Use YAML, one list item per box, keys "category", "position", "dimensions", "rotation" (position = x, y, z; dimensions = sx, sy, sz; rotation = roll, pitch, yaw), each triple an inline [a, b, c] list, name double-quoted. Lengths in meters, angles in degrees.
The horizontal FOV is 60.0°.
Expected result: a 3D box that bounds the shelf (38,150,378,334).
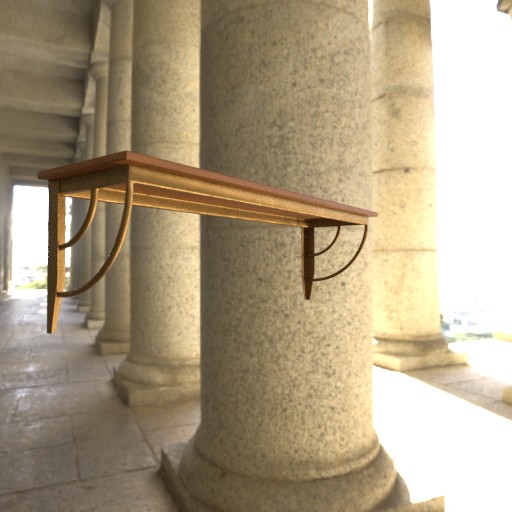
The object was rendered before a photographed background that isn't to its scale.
- category: "shelf"
  position: [0.000, 0.000, 0.723]
  dimensions: [0.166, 0.190, 0.636]
  rotation: [-1, -1, 37]
